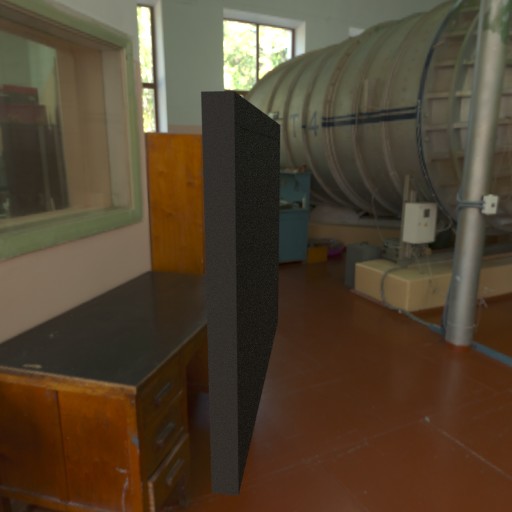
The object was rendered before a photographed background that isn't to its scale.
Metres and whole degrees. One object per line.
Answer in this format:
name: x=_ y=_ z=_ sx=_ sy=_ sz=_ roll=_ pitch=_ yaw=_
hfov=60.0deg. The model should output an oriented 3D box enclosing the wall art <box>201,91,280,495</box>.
wall art: x=0.000 y=0.000 z=0.540 sx=0.024 sy=0.329 sz=0.404 roll=2 pitch=13 yaw=7
